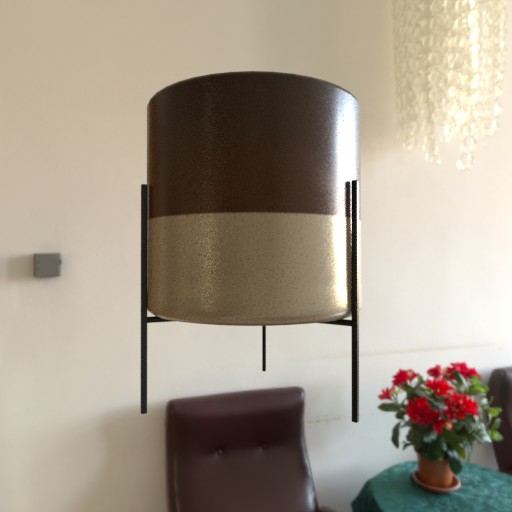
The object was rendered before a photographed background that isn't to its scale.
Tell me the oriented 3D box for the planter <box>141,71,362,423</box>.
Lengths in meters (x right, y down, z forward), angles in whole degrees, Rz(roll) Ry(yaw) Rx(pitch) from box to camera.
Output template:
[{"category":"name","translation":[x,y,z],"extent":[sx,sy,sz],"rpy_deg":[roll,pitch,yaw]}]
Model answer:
[{"category":"planter","translation":[0.000,0.000,0.724],"extent":[0.354,0.465,0.345],"rpy_deg":[0,0,36]}]
